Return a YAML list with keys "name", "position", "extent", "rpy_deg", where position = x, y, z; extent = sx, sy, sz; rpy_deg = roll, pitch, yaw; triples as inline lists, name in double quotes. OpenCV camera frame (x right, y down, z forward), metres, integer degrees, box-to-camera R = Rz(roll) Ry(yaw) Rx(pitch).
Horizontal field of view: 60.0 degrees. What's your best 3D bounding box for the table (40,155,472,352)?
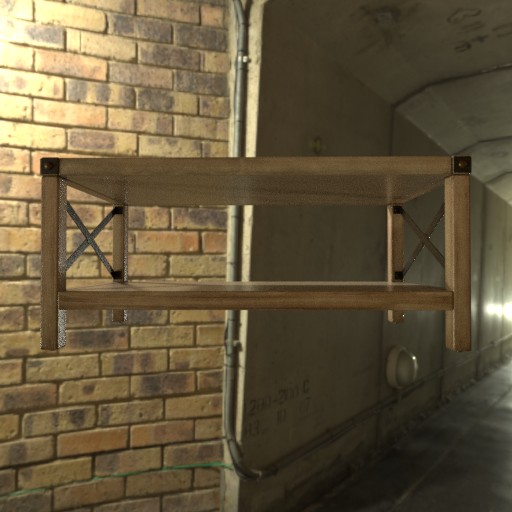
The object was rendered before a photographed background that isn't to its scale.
- name: "table"
  position: [0.000, 0.000, 1.295]
  extent: [1.016, 0.456, 0.559]
  rpy_deg: [0, -1, 1]
